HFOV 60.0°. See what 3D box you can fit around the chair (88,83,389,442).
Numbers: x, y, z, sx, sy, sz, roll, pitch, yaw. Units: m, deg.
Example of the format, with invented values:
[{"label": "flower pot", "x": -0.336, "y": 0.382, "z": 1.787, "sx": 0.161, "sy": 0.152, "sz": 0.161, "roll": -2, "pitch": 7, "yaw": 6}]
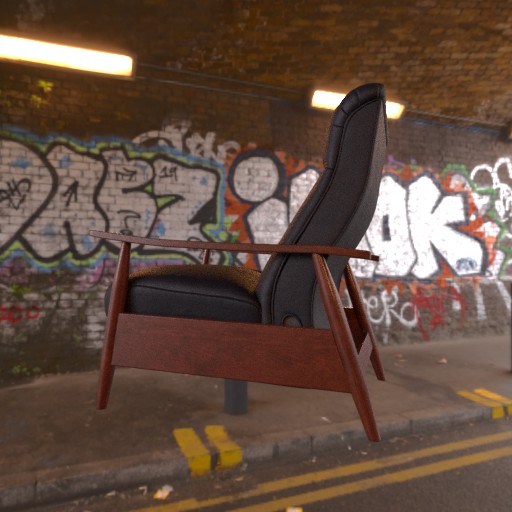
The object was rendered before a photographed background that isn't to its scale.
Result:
[{"label": "chair", "x": 0.000, "y": 0.000, "z": 1.771, "sx": 1.014, "sy": 1.082, "sz": 0.762, "roll": 0, "pitch": -1, "yaw": 18}]
